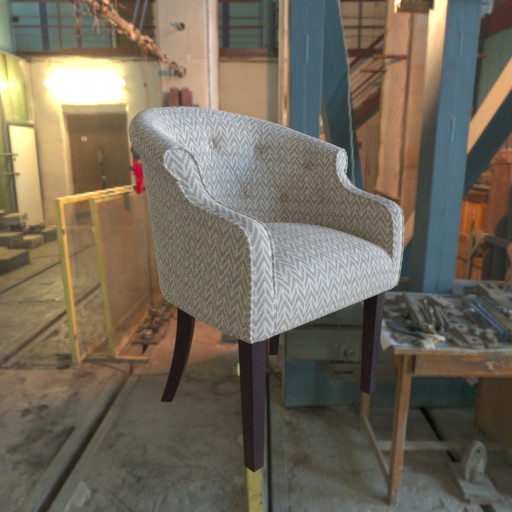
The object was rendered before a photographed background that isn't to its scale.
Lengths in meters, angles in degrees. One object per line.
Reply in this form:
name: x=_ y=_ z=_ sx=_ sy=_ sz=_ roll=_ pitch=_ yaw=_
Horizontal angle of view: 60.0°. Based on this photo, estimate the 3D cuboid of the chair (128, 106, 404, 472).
chair: x=0.000 y=0.000 z=1.287 sx=0.686 sy=0.858 sz=0.613 roll=-12 pitch=18 yaw=-43
